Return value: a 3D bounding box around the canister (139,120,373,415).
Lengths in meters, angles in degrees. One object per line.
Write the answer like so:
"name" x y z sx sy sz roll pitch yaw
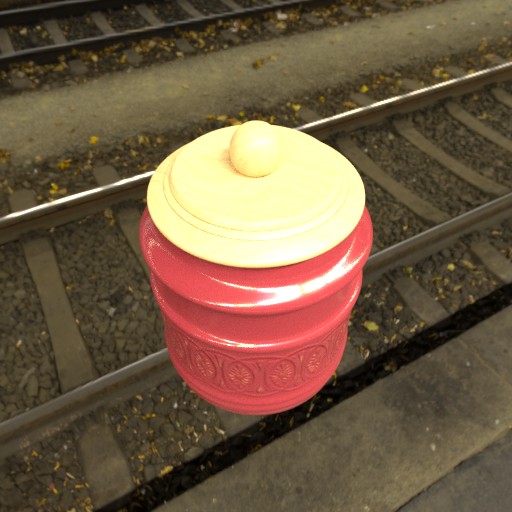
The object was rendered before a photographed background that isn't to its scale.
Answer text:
"canister" 0.000 0.000 0.271 0.130 0.176 0.130 0 46 0
